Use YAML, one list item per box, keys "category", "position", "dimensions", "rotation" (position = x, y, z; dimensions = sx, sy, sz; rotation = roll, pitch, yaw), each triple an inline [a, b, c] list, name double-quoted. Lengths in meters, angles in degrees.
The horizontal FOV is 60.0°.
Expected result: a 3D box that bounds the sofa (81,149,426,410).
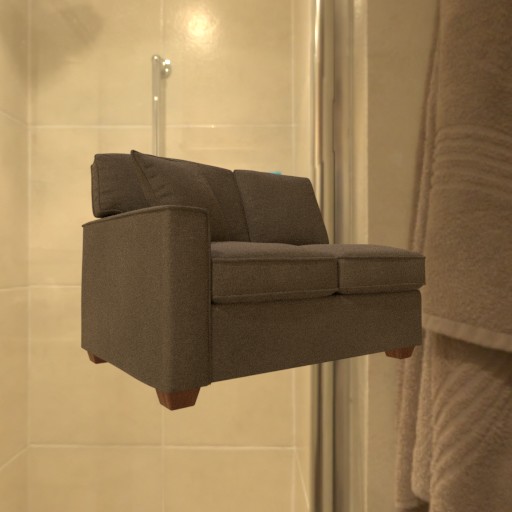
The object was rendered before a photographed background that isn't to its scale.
- category: "sofa"
  position: [0.000, 0.000, 2.134]
  dimensions: [1.388, 0.989, 0.991]
  rotation: [0, -1, -37]
